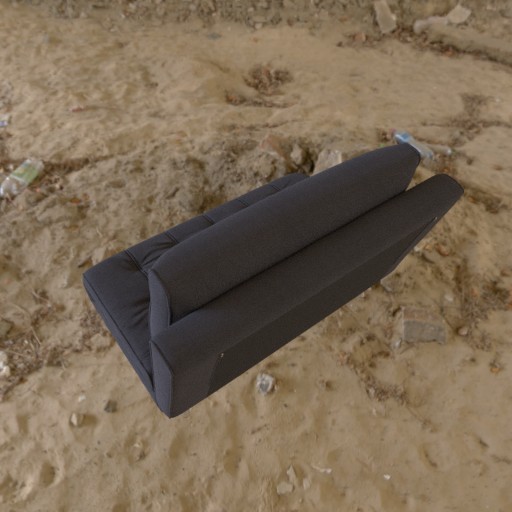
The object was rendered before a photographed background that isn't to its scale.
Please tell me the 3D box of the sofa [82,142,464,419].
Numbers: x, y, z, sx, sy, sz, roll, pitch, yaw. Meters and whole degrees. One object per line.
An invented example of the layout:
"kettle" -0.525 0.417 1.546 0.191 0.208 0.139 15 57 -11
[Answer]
"sofa" 0.000 0.000 1.817 1.220 0.910 0.910 -29 52 -25
